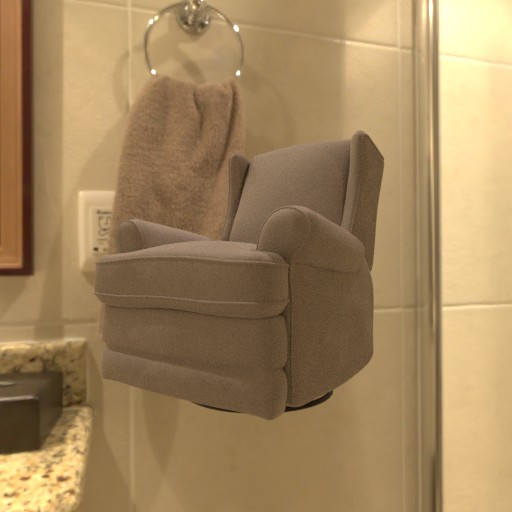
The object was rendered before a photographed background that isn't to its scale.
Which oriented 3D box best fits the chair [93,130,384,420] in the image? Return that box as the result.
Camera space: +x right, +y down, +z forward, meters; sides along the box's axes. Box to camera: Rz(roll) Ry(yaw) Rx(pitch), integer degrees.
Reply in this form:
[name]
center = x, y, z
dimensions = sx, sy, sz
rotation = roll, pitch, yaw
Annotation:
[chair]
center = 0.000, 0.000, 1.689
dimensions = 0.847, 1.011, 0.969
rotation = -1, -1, 36
